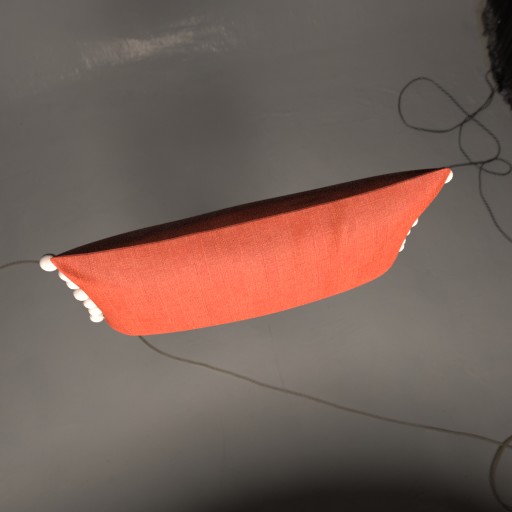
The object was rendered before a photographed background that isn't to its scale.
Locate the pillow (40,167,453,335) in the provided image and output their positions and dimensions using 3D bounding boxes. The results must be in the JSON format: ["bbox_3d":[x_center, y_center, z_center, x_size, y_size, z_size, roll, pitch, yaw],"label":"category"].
[{"bbox_3d":[0.000,0.000,0.835,0.709,0.322,0.201,-13,65,-6],"label":"pillow"}]
